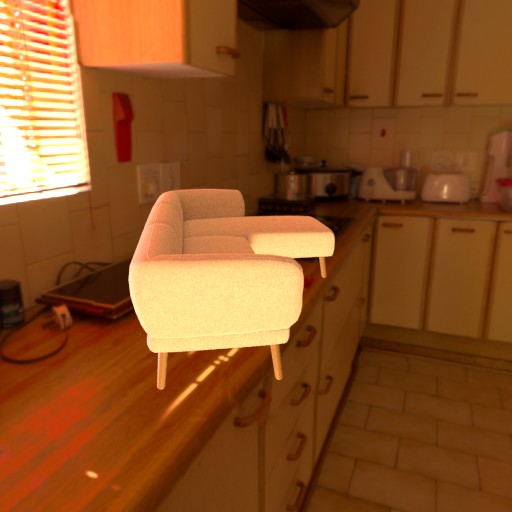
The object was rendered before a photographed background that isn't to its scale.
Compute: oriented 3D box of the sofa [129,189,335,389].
[{"bbox_3d":[0.000,0.000,3.402,1.610,0.730,2.660,-2,16,-8],"label":"sofa"}]
